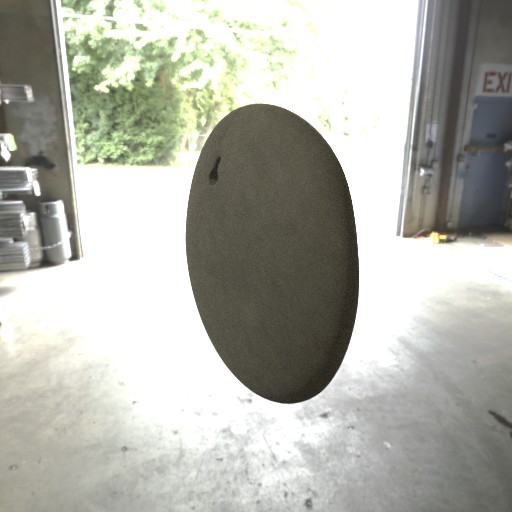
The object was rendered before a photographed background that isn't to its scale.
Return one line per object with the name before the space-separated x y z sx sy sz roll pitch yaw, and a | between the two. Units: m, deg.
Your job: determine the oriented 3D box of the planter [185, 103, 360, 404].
planter | 0.000 0.000 0.288 0.071 0.188 0.185 -8 18 -27
